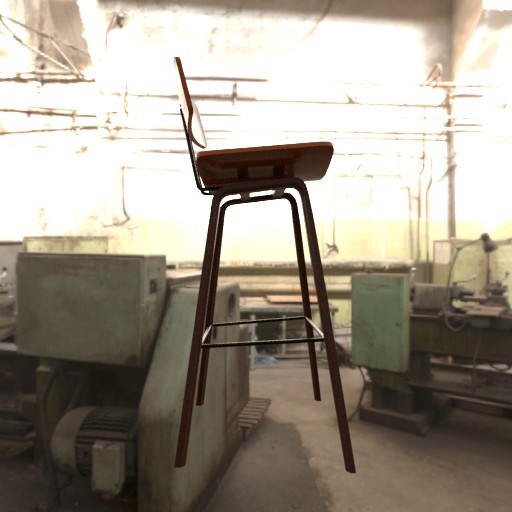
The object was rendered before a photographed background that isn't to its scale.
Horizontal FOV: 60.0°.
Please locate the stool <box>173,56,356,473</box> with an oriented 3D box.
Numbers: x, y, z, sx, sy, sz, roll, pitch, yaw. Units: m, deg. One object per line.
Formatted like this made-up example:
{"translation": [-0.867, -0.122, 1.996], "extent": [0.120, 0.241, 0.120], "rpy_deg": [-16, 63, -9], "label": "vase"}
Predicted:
{"translation": [0.000, 0.000, 1.239], "extent": [0.440, 0.969, 0.509], "rpy_deg": [0, 0, -1], "label": "stool"}
